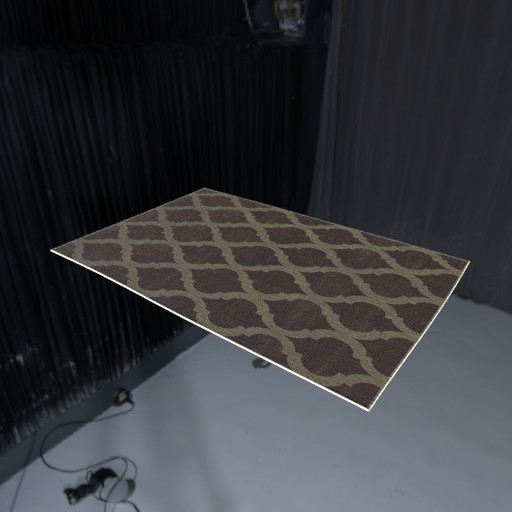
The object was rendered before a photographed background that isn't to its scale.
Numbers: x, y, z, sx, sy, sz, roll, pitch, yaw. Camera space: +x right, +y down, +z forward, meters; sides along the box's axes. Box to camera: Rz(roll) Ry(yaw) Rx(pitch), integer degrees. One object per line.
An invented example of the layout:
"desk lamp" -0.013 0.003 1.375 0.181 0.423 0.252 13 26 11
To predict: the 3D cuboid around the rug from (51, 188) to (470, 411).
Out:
"rug" 0.000 0.000 2.880 2.284 0.008 1.522 20 34 32
